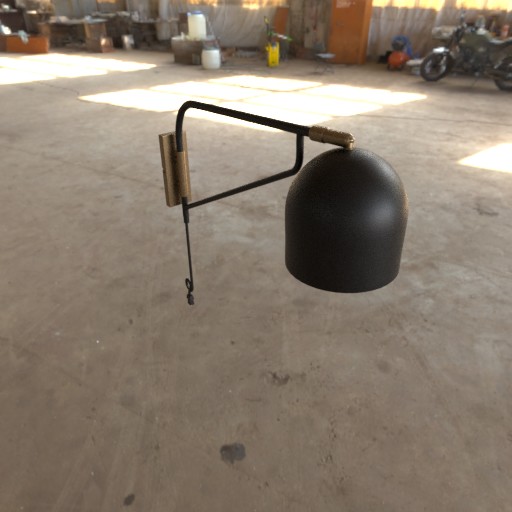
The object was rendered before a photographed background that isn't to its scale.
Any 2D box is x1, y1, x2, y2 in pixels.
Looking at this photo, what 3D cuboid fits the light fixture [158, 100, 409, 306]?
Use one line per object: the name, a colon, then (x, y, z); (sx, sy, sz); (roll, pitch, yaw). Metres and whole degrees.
light fixture: (0.000, 0.000, 1.065); (0.215, 0.696, 0.720); (-23, 38, -33)
